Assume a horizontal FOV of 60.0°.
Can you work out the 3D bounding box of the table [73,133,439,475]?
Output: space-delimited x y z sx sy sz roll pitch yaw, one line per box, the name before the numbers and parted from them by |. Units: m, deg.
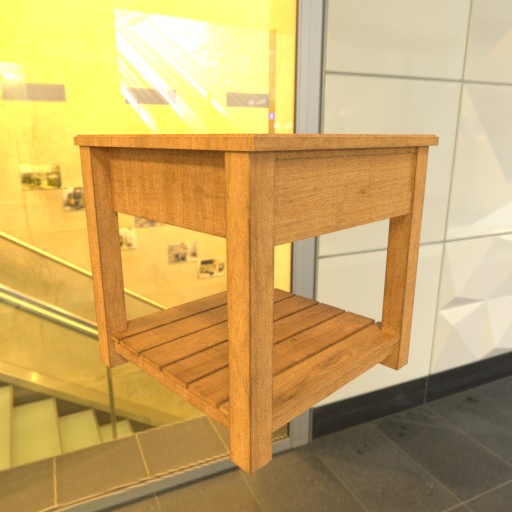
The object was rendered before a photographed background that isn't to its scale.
table | 0.000 0.000 1.123 0.612 0.593 0.616 -14 21 -42
